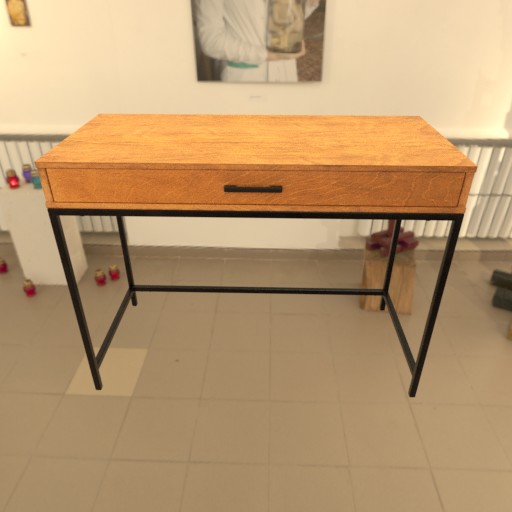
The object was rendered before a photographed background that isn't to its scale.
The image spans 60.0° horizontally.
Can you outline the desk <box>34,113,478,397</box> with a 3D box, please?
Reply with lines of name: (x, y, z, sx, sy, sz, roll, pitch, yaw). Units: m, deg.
desk: (0.000, 0.000, 1.402, 1.016, 0.762, 0.470, 1, 31, 1)
